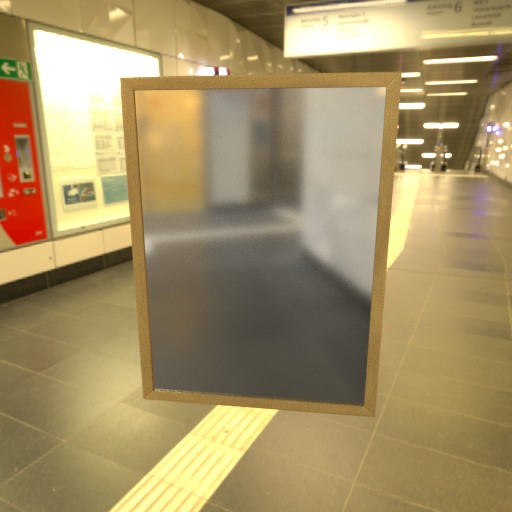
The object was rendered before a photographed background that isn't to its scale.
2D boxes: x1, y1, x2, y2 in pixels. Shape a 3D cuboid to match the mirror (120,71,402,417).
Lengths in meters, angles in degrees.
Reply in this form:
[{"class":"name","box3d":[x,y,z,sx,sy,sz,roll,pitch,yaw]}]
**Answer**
[{"class":"mirror","box3d":[0.000,0.000,1.335,0.762,1.016,0.040,2,15,7]}]
